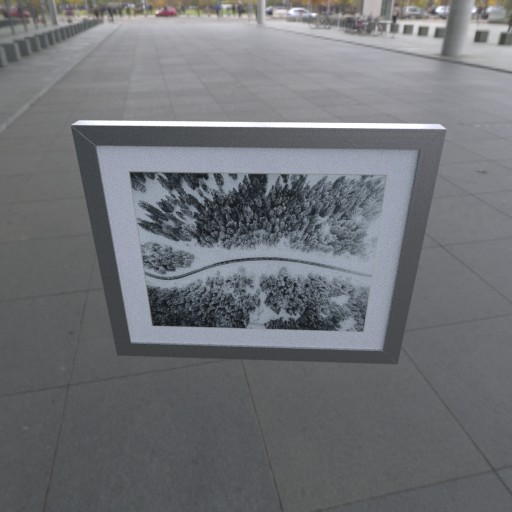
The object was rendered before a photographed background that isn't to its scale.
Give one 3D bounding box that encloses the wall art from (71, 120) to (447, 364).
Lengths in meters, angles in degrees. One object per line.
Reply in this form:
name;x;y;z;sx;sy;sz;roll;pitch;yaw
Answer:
wall art;0.000;0.000;0.782;0.557;0.456;0.032;1;29;2
